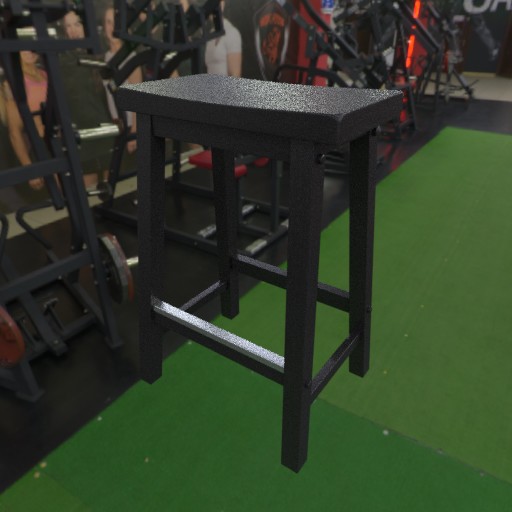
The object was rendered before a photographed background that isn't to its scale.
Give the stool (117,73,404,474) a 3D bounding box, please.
[{"bbox_3d":[0.000,0.000,0.854,0.406,0.610,0.322,19,34,30],"label":"stool"}]
